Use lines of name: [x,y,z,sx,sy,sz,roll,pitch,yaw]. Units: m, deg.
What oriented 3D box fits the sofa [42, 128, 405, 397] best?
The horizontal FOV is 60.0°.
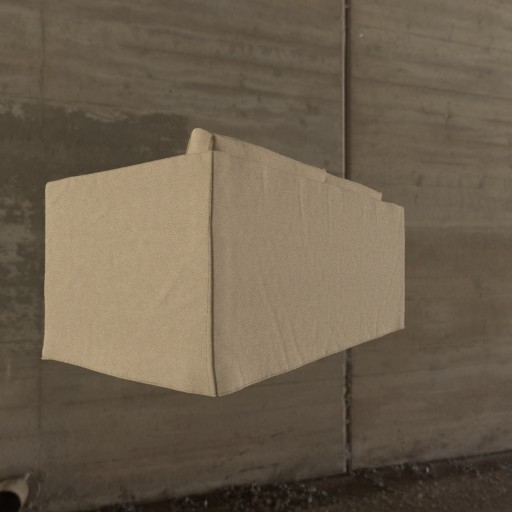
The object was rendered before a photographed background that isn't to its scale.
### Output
sofa: [0.000,0.000,2.208,0.962,0.835,1.719,0,-1,36]
